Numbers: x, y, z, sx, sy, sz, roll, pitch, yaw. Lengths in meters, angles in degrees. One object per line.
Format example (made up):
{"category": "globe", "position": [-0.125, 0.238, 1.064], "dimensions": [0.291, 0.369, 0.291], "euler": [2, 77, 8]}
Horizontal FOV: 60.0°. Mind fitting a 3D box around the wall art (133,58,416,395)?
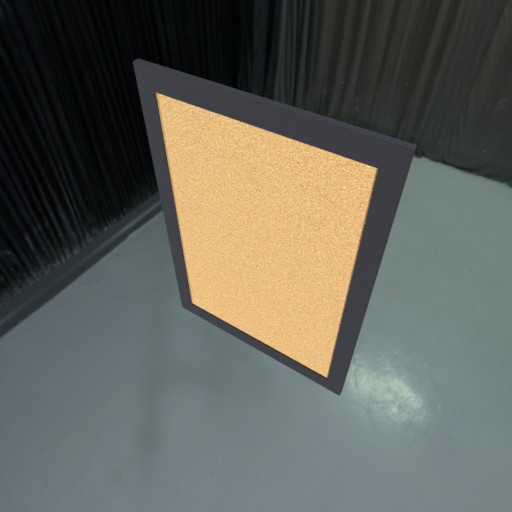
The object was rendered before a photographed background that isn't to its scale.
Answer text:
{"category": "wall art", "position": [0.000, 0.000, 0.699], "dimensions": [0.374, 0.529, 0.012], "euler": [25, 52, 22]}
